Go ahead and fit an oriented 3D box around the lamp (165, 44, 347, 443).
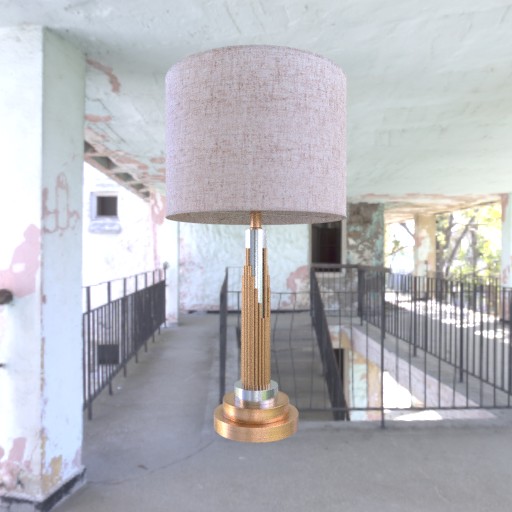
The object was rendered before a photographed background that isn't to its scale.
[{"bbox_3d":[0.000,0.000,0.800,0.321,0.610,0.321,0,0,18],"label":"lamp"}]
